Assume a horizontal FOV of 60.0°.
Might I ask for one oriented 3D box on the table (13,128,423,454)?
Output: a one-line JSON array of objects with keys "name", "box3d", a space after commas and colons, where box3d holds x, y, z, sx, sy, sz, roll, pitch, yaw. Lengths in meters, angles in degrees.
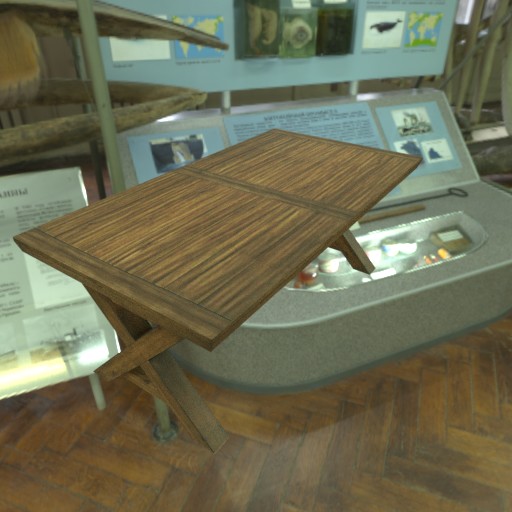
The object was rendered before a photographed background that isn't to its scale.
[{"name": "table", "box3d": [0.000, 0.000, 2.456, 1.071, 0.793, 1.966, 20, 37, 29]}]
